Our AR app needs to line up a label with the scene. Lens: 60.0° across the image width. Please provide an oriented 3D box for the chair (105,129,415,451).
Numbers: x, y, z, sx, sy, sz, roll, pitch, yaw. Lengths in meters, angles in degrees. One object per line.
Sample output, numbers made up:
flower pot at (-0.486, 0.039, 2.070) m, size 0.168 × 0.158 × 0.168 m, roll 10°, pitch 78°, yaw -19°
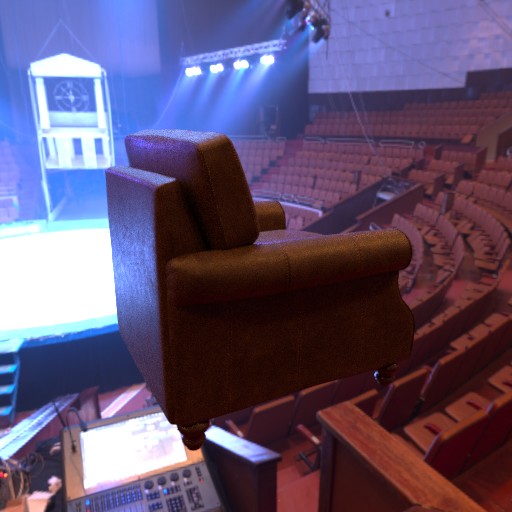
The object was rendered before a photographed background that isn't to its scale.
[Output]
chair at (0.000, 0.000, 1.770) m, size 1.002 × 0.976 × 0.996 m, roll -8°, pitch 17°, yaw -27°
